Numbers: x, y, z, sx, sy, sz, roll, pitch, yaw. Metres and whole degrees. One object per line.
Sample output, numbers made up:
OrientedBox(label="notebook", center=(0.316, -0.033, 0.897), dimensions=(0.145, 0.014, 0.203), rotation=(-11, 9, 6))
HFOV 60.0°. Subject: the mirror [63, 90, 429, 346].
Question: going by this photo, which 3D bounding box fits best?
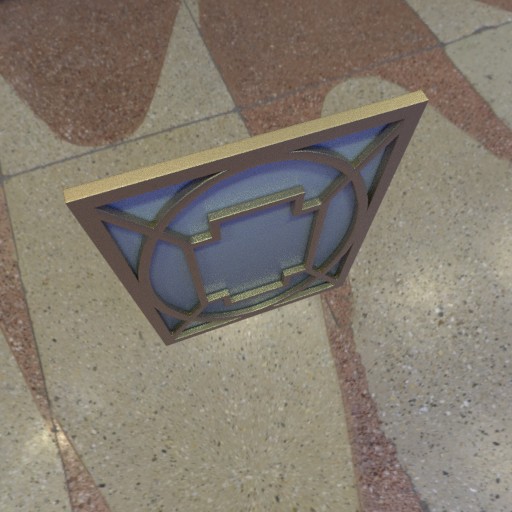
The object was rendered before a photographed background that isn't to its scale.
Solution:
OrientedBox(label="mirror", center=(0.000, 0.000, 1.335), dimensions=(0.756, 1.023, 0.032), rotation=(-18, 65, -9))
